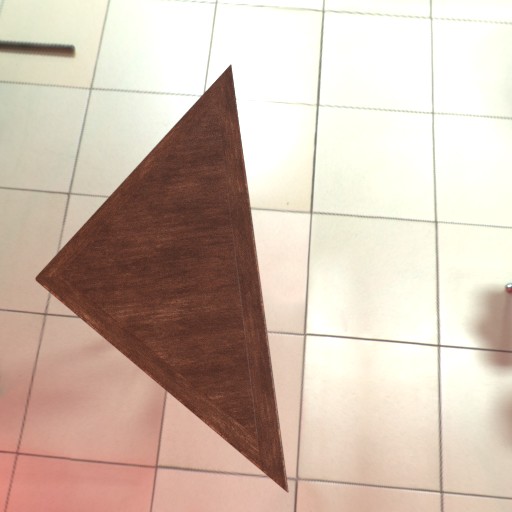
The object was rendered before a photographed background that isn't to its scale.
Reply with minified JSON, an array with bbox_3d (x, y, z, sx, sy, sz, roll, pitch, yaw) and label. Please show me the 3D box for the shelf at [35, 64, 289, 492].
[{"bbox_3d":[0.000,0.000,0.436,0.296,0.035,0.296,37,78,9],"label":"shelf"}]
